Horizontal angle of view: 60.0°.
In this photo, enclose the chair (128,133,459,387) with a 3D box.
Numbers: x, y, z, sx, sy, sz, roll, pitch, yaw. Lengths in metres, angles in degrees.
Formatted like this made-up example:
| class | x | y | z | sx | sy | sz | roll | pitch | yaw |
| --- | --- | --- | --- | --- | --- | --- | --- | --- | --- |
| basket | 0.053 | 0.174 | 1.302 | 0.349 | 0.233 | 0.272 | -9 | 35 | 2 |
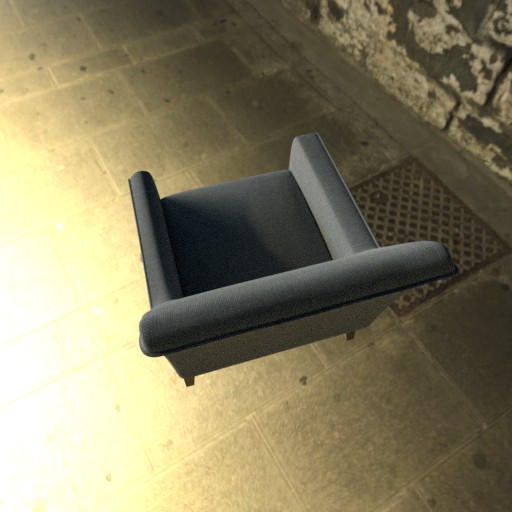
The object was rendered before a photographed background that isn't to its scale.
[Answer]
| class | x | y | z | sx | sy | sz | roll | pitch | yaw |
| --- | --- | --- | --- | --- | --- | --- | --- | --- | --- |
| chair | 0.000 | 0.000 | 1.598 | 0.780 | 0.919 | 0.899 | -14 | 58 | -9 |
